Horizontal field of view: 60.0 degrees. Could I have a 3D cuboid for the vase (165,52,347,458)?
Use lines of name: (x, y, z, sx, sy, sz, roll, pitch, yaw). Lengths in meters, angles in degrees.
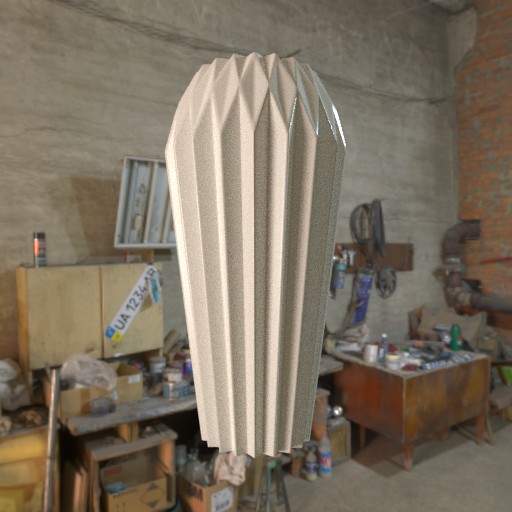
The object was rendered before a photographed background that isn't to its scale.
vase: (0.000, 0.000, 0.329, 0.133, 0.263, 0.133, 0, 0, 0)
